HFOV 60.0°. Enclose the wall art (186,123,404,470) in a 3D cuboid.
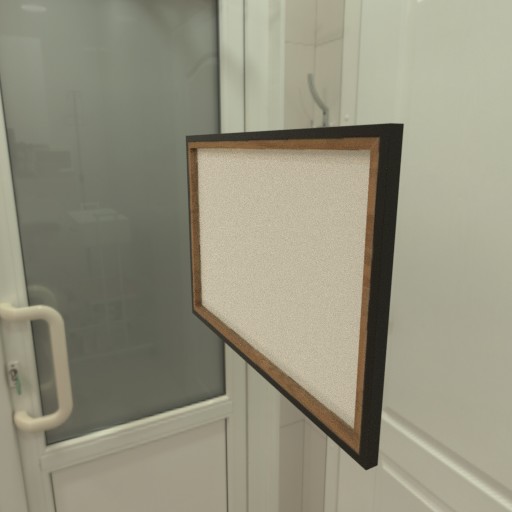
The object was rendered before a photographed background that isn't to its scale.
[{"bbox_3d":[0.000,0.000,0.826,0.022,0.446,0.659,-7,16,-27],"label":"wall art"}]
